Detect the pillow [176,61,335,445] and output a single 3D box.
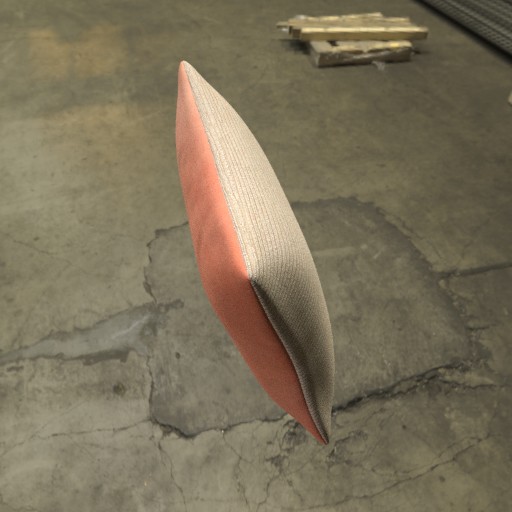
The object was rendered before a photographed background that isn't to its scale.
[{"bbox_3d":[0.000,0.000,0.638,0.177,0.401,0.424,-10,47,-9],"label":"pillow"}]
